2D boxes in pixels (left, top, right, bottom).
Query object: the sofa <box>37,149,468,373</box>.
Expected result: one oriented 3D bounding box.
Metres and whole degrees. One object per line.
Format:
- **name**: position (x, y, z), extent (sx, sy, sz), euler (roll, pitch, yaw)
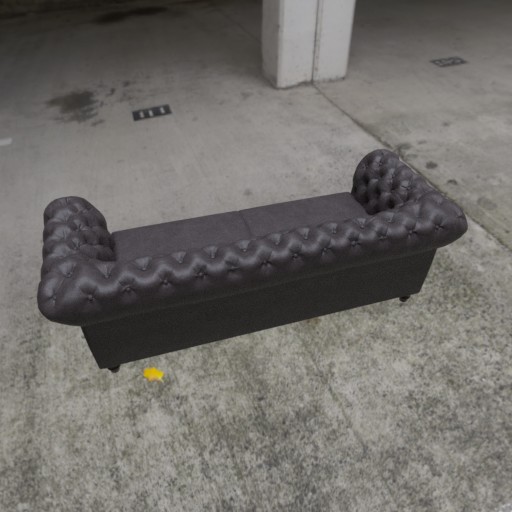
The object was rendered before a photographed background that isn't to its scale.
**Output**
- **sofa**: position (0.000, 0.000, 2.773), extent (2.385, 0.783, 0.944), euler (-11, 40, -13)
